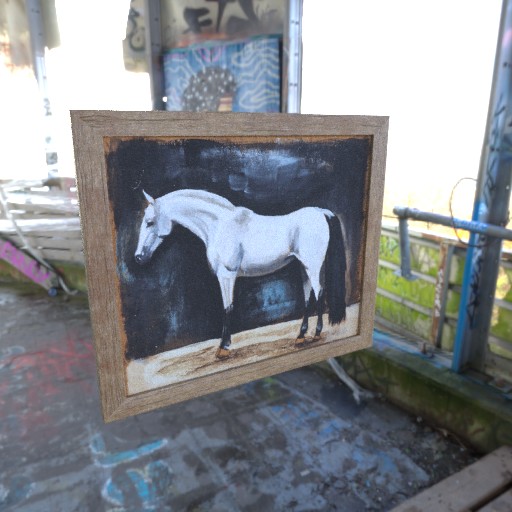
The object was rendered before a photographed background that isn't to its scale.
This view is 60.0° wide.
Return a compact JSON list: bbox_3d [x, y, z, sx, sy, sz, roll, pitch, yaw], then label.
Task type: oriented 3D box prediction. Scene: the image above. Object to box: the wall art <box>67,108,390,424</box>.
[{"bbox_3d":[0.000,0.000,0.955,0.690,0.588,0.026,-8,18,-27],"label":"wall art"}]
